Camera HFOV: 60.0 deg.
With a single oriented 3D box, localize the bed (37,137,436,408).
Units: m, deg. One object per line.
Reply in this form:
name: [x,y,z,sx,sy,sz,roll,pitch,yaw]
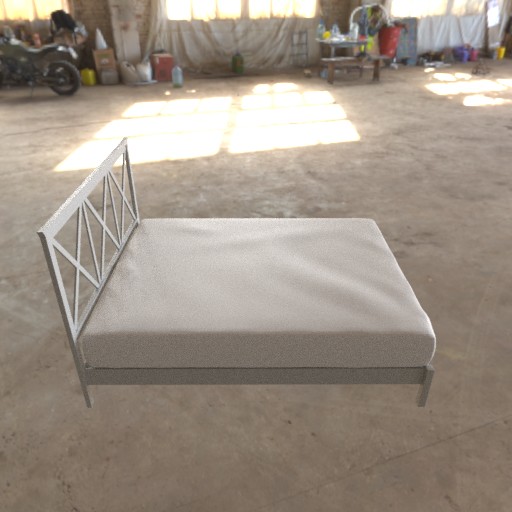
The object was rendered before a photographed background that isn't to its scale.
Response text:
bed: [0.000,0.000,3.190,2.135,1.253,1.673,0,30,0]
